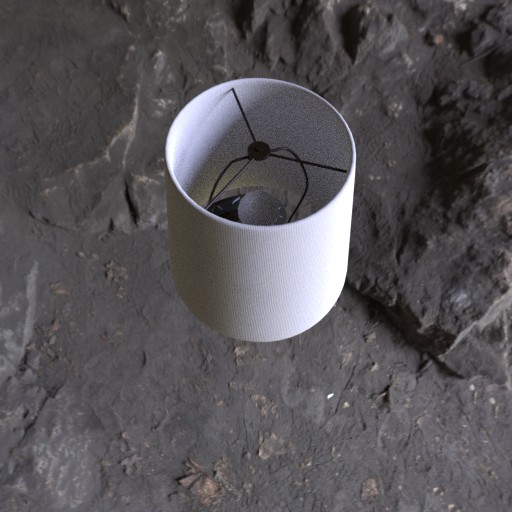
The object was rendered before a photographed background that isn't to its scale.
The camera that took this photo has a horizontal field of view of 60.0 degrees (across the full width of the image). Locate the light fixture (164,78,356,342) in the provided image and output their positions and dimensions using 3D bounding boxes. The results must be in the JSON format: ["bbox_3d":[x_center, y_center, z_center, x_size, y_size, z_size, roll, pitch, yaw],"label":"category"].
[{"bbox_3d":[0.000,0.000,0.443,0.168,0.337,0.188,-16,63,-9],"label":"light fixture"}]
